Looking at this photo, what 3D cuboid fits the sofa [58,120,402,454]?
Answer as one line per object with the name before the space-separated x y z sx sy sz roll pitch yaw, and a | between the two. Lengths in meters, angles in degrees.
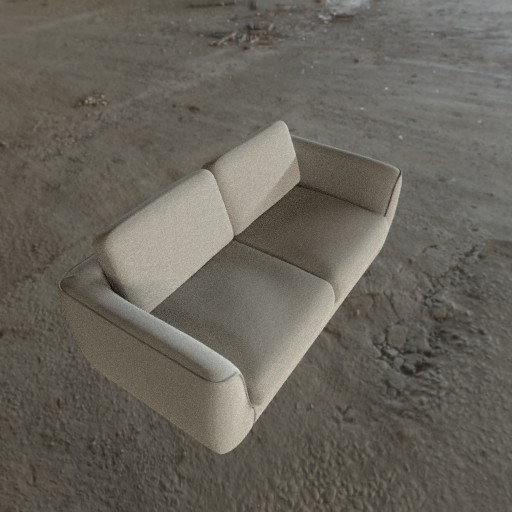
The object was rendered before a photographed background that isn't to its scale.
sofa | 0.000 0.000 2.202 0.920 0.850 1.700 24 46 25
